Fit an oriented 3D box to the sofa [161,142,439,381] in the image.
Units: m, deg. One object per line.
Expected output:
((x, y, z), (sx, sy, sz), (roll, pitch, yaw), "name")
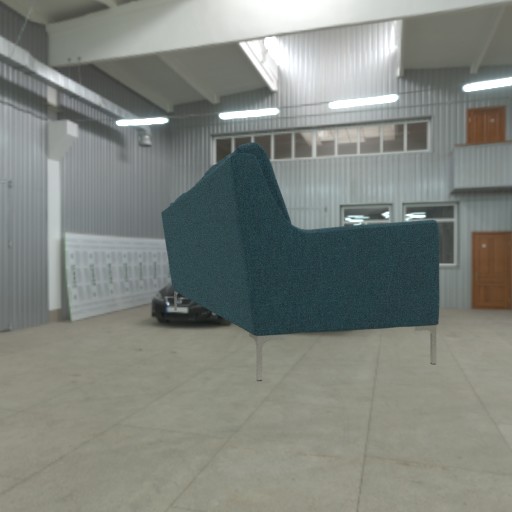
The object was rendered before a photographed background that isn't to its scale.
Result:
((0.000, 0.000, 2.543), (0.849, 0.837, 2.060), (0, 0, -18), "sofa")
